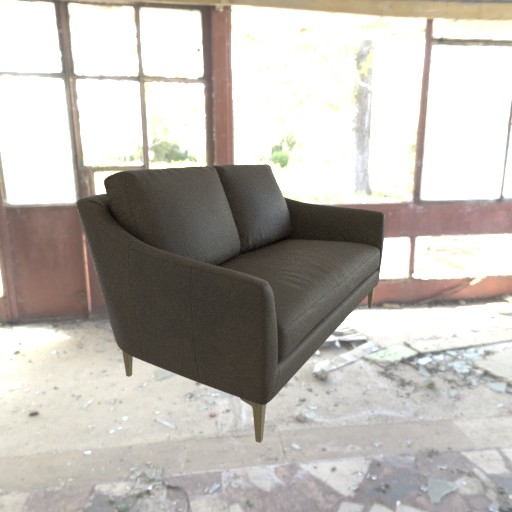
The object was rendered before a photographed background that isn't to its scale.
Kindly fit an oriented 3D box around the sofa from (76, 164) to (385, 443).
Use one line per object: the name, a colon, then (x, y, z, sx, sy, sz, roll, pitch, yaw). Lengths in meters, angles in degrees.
sofa: (0.000, 0.000, 2.266, 0.960, 0.902, 1.619, 7, 16, 28)
